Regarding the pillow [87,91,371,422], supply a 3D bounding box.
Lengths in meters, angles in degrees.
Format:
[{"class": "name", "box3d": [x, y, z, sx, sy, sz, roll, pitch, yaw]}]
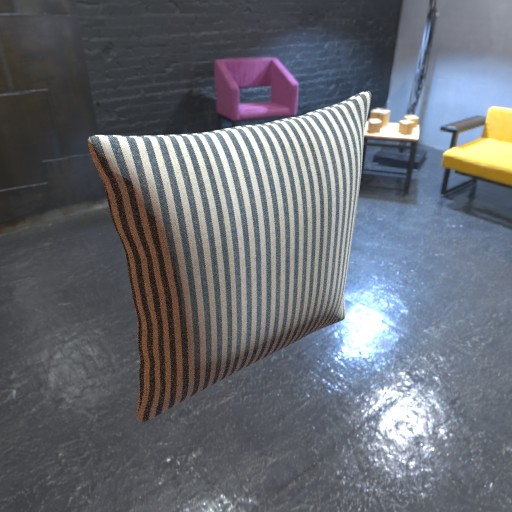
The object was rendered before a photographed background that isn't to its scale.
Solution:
[{"class": "pillow", "box3d": [0.000, 0.000, 0.798, 0.523, 0.510, 0.166, -20, 36, -31]}]
